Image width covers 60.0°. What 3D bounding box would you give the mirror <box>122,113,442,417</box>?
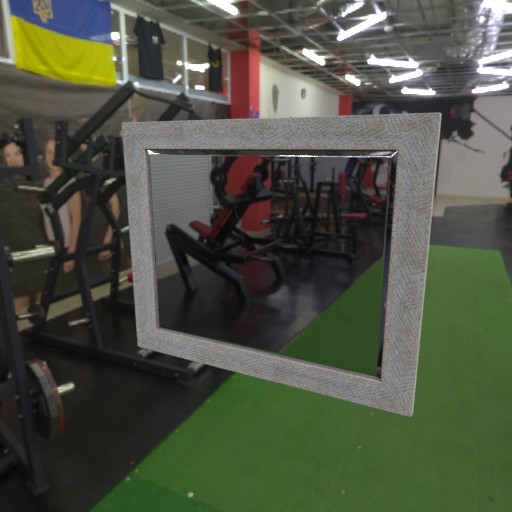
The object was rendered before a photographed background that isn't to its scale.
[{"bbox_3d":[0.000,0.000,1.160,0.839,0.689,0.028,7,16,26],"label":"mirror"}]
